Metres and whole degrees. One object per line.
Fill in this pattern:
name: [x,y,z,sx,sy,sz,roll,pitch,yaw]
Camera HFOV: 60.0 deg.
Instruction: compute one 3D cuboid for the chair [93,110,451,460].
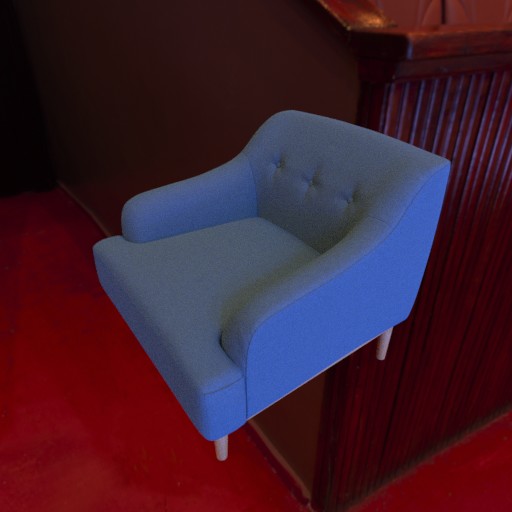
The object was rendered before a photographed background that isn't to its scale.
chair: [0.000,0.000,1.621,0.951,0.818,0.946,-19,36,-29]
